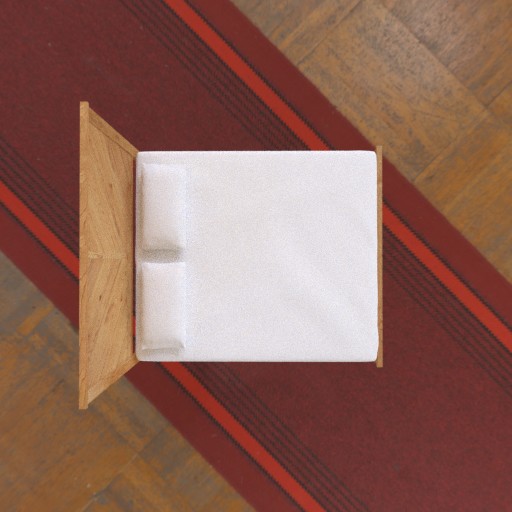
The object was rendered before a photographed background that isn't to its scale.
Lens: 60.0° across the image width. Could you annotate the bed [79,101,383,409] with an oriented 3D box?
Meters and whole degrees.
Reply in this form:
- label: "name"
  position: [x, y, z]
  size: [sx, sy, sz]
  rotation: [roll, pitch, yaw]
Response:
- label: "bed"
  position: [0.000, 0.000, 4.160]
  size: [2.530, 1.938, 2.225]
  rotation: [0, 90, 1]
